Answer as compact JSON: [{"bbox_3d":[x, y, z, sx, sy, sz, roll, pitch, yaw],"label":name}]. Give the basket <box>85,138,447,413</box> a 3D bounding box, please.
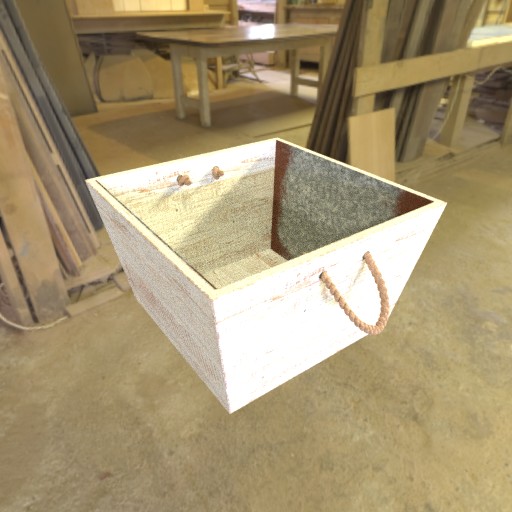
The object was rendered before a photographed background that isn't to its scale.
[{"bbox_3d":[0.000,0.000,0.771,0.413,0.247,0.545,-21,37,-30],"label":"basket"}]
